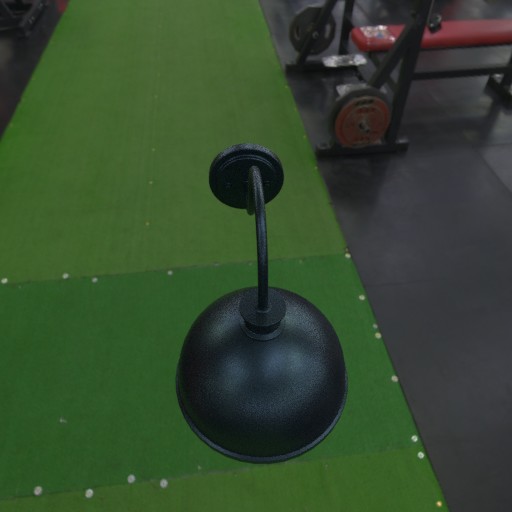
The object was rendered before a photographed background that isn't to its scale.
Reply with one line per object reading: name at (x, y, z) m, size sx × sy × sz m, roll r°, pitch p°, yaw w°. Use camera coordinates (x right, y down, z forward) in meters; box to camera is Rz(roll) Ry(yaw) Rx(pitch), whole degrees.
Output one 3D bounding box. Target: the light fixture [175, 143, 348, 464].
light fixture at (0.000, 0.000, 0.627) m, size 0.253 × 0.295 × 0.467 m, roll -3°, pitch 47°, yaw -3°
